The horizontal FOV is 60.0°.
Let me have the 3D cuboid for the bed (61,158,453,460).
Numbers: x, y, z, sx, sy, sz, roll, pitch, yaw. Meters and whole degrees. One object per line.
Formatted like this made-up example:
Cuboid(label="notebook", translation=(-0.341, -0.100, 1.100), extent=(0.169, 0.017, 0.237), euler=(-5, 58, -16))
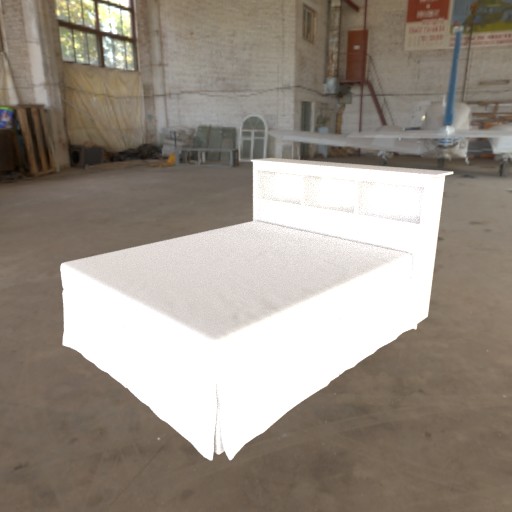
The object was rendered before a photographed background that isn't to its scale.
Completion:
Cuboid(label="bed", translation=(0.000, 0.000, 3.004), extent=(1.671, 1.092, 2.133), euler=(16, 23, 42))
